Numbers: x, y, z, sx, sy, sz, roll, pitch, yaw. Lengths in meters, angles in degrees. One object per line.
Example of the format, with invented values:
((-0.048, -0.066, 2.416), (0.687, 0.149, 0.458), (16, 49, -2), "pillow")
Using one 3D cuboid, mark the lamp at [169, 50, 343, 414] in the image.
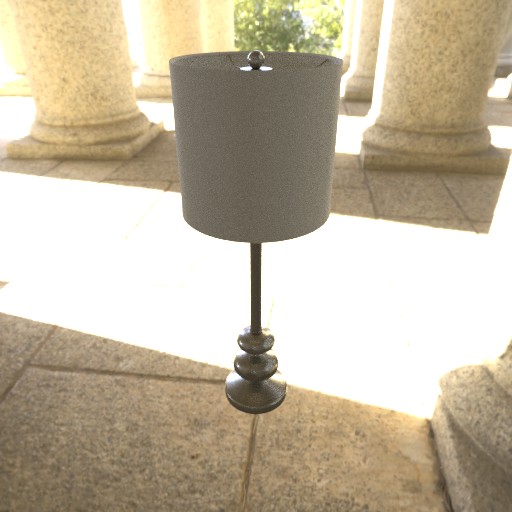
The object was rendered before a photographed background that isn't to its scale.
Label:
((0.000, 0.000, 0.816), (0.254, 0.690, 0.254), (-11, 32, -19), "lamp")
